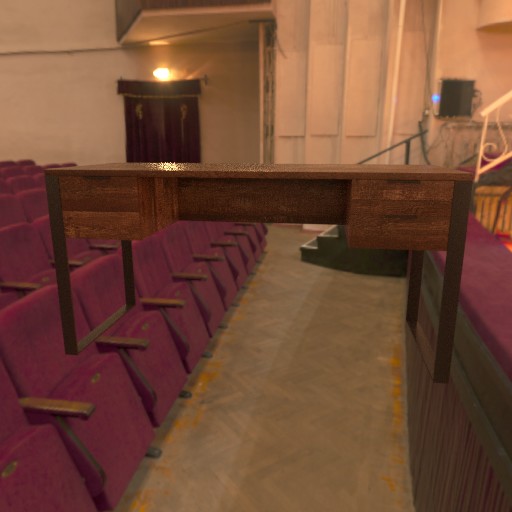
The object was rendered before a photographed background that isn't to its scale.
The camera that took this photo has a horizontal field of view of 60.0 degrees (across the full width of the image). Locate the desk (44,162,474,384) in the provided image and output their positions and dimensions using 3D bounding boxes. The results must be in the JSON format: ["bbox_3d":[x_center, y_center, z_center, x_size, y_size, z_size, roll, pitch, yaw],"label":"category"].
[{"bbox_3d":[0.000,0.000,1.931,1.524,0.762,0.599,2,14,9],"label":"desk"}]
